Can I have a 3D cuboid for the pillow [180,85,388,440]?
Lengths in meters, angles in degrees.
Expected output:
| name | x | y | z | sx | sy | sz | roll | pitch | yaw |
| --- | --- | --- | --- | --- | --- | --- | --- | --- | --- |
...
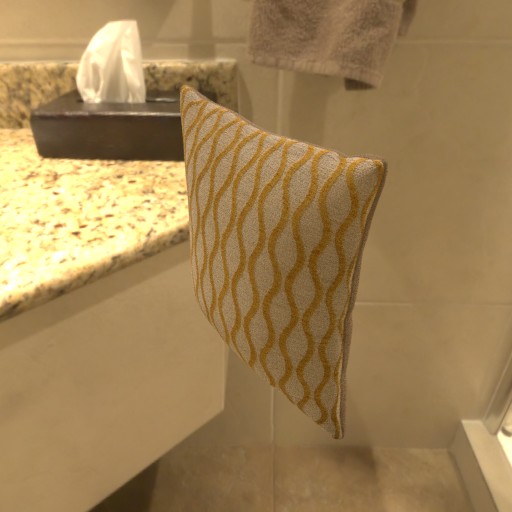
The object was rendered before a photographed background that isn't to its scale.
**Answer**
| name | x | y | z | sx | sy | sz | roll | pitch | yaw |
| --- | --- | --- | --- | --- | --- | --- | --- | --- | --- |
| pillow | 0.000 | 0.000 | 0.685 | 0.159 | 0.436 | 0.429 | -21 | 39 | -29 |
